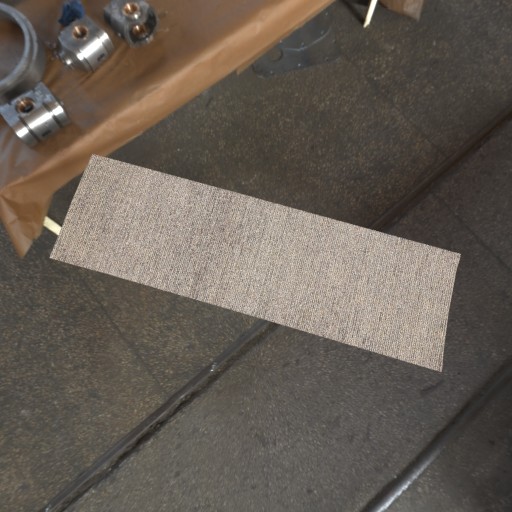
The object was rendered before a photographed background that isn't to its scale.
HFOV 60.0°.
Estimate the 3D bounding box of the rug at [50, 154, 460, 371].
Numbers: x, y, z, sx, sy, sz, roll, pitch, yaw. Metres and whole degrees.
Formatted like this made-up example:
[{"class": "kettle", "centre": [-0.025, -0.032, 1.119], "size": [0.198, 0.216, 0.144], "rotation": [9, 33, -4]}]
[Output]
[{"class": "rug", "centre": [0.000, 0.000, 2.606], "size": [2.335, 0.013, 0.697], "rotation": [16, 77, 4]}]
